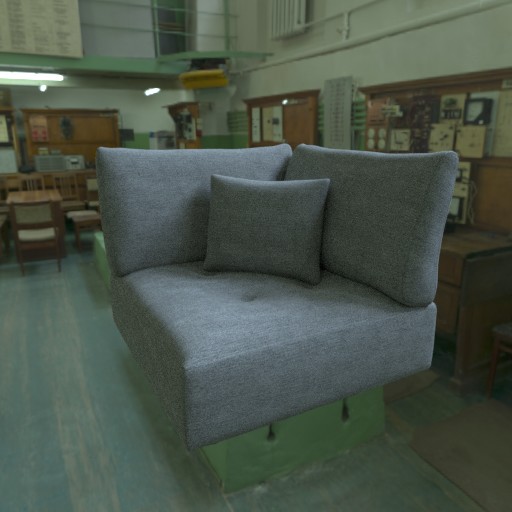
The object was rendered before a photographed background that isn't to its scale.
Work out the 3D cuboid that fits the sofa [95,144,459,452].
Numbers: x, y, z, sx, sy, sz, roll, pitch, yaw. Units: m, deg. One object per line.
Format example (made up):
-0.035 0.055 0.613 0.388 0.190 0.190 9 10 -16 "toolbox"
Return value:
0.000 0.000 1.724 1.000 0.820 1.000 -8 18 -27 "sofa"
